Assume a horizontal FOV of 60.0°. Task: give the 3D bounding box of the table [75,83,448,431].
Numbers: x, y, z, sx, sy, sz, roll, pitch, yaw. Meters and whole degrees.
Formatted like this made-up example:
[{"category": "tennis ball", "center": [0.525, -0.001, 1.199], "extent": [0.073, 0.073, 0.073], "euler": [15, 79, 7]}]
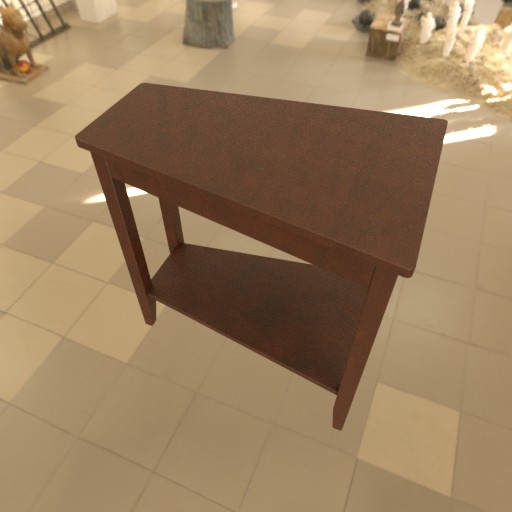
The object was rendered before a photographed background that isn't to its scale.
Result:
[{"category": "table", "center": [0.000, 0.000, 0.987], "extent": [0.605, 0.589, 0.399], "euler": [17, 49, 15]}]
